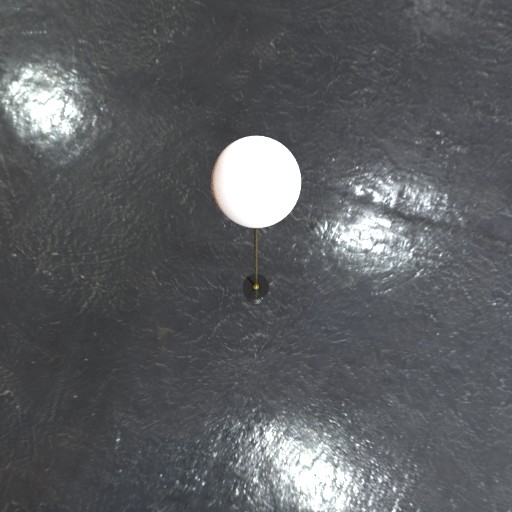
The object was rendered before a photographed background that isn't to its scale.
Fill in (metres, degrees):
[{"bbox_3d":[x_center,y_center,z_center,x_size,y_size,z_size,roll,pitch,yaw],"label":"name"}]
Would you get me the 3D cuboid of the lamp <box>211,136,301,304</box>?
[{"bbox_3d":[0.000,0.000,1.863,0.229,1.748,0.229,19,76,5],"label":"lamp"}]
